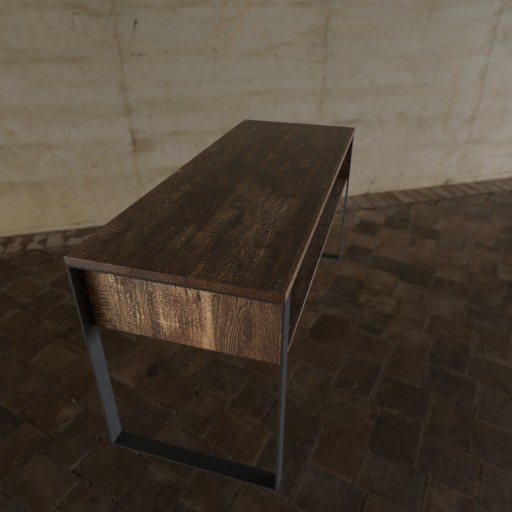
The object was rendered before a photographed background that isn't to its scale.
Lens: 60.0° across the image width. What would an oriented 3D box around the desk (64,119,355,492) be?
[{"bbox_3d":[0.000,0.000,1.903,0.599,0.762,1.524,9,32,14],"label":"desk"}]
